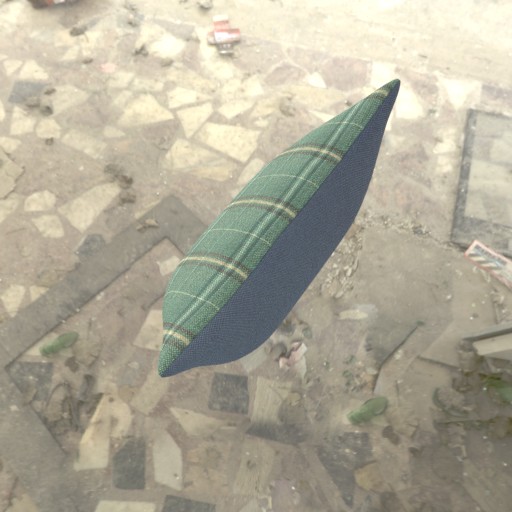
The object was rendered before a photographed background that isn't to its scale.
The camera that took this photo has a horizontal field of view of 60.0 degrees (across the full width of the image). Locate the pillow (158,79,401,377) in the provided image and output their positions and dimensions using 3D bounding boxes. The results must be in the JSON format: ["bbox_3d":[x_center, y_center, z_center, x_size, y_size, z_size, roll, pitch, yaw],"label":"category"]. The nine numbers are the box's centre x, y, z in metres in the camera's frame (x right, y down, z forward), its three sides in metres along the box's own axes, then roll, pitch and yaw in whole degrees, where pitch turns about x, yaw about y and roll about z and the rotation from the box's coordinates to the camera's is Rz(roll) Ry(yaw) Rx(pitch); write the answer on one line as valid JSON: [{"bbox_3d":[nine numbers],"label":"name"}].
[{"bbox_3d":[0.000,0.000,0.688,0.200,0.430,0.453,34,70,14],"label":"pillow"}]
